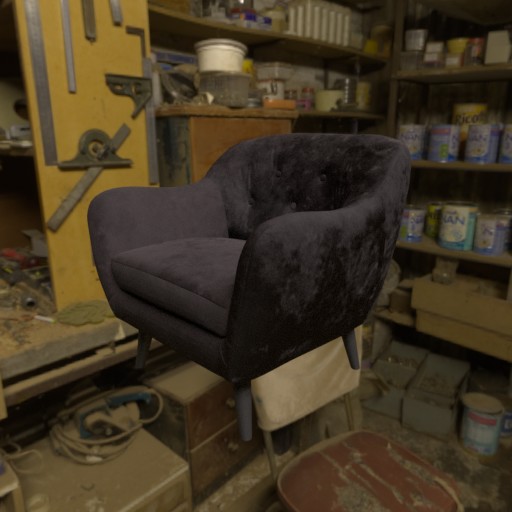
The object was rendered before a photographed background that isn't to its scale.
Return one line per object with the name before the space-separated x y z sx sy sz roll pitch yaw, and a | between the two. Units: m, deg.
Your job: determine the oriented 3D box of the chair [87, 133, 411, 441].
chair | 0.000 0.000 1.507 0.819 0.807 0.840 -15 21 -43
